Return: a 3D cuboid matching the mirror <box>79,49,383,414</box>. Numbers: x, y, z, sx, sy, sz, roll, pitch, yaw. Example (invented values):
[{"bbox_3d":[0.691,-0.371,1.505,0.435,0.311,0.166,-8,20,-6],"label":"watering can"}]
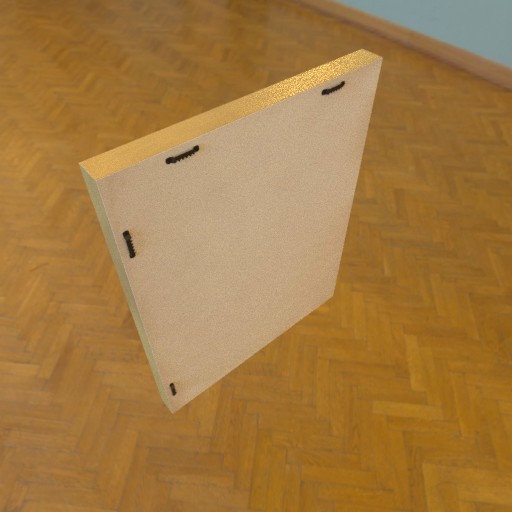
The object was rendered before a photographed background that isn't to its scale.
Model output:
[{"bbox_3d":[0.000,0.000,0.685,0.406,0.509,0.041,-31,55,-26],"label":"mirror"}]
